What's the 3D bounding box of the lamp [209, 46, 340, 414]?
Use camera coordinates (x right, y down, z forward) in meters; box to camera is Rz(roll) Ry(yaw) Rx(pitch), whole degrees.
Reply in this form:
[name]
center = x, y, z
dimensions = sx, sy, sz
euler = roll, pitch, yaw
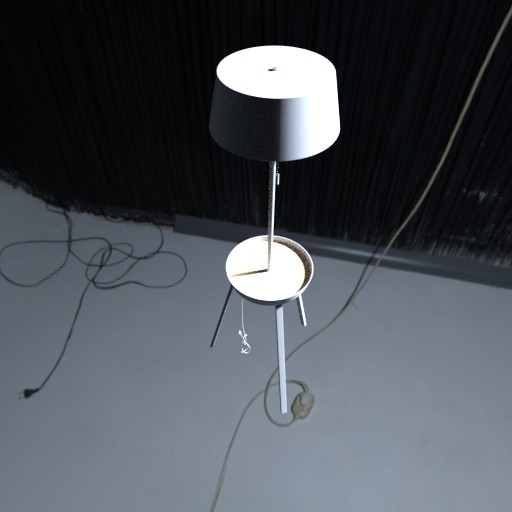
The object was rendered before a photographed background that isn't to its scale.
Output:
[lamp]
center = 0.000, 0.000, 1.649
dimensions = 0.468, 1.429, 0.508
euler = 11, 48, 10
